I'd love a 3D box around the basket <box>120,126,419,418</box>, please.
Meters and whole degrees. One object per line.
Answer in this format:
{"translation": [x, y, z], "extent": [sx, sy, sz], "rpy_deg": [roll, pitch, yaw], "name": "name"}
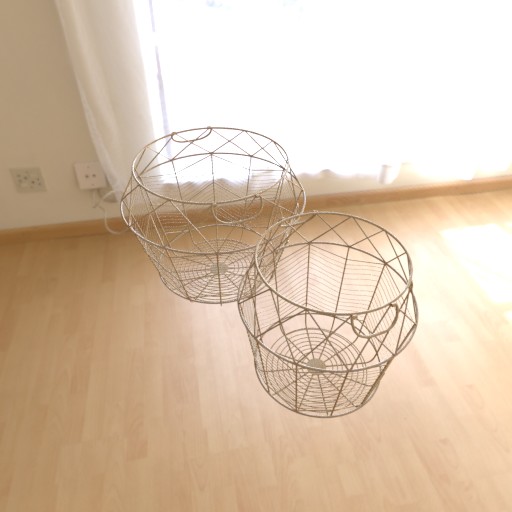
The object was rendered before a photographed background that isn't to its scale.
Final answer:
{"translation": [0.000, 0.000, 1.032], "extent": [0.451, 0.343, 0.805], "rpy_deg": [-25, 46, -27], "name": "basket"}
